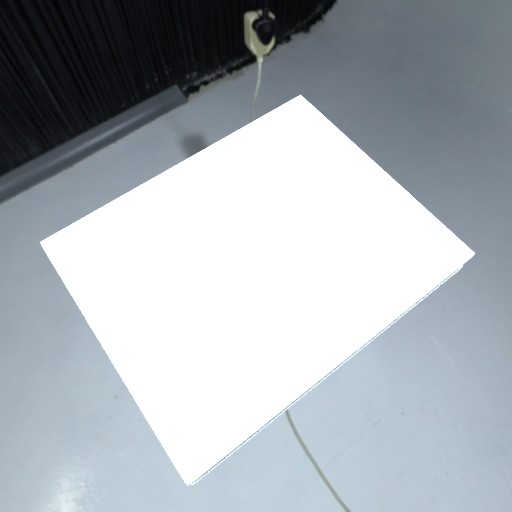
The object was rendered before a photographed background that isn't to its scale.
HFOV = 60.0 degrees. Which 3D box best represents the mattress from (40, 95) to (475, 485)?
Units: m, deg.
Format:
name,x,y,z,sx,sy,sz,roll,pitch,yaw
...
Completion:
name,x,y,z,sx,sy,sz,roll,pitch,yaw
mattress,0.000,0.000,2.692,2.000,0.230,1.600,-34,68,-16
